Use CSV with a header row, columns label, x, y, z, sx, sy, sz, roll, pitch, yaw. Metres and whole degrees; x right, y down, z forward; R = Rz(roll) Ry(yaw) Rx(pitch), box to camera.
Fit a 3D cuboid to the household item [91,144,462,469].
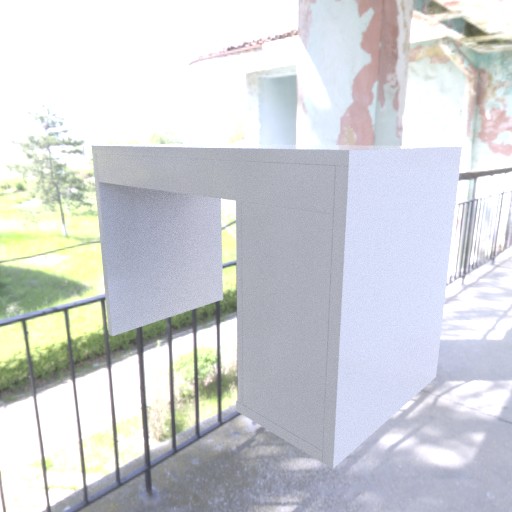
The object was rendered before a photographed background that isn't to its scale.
label,x,y,z,sx,sy,sz,roll,pitch,yaw
household item,0.000,0.000,1.551,1.100,0.749,0.597,14,20,42
